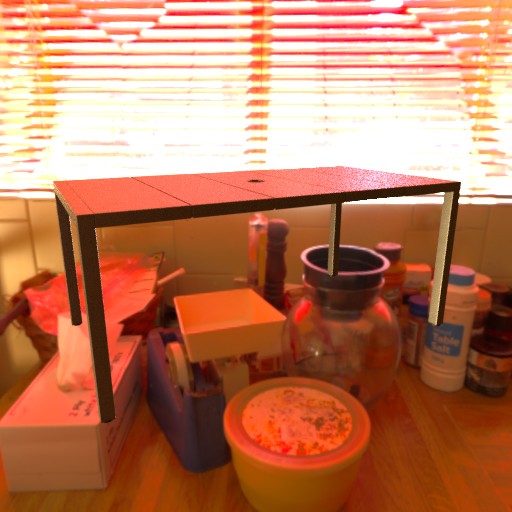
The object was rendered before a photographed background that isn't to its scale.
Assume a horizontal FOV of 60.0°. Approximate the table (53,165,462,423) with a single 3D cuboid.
[{"bbox_3d":[0.000,0.000,2.174,1.680,0.735,0.914,-9,19,-26],"label":"table"}]
